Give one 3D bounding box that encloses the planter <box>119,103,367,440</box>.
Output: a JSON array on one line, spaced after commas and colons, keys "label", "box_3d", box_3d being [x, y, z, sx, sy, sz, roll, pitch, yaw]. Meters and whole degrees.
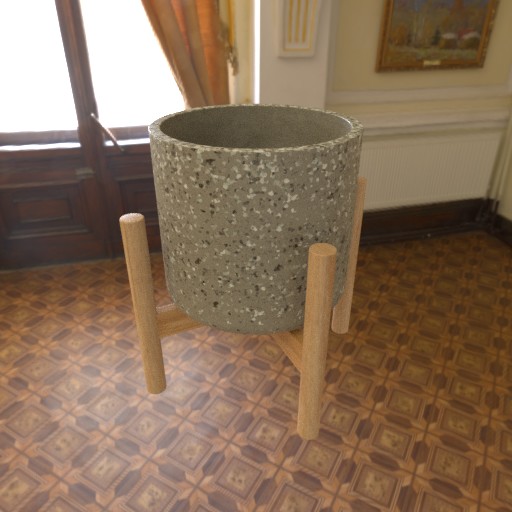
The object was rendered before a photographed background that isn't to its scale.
[{"label": "planter", "box_3d": [0.000, 0.000, 0.544, 0.284, 0.320, 0.284, -1, 29, -2]}]
